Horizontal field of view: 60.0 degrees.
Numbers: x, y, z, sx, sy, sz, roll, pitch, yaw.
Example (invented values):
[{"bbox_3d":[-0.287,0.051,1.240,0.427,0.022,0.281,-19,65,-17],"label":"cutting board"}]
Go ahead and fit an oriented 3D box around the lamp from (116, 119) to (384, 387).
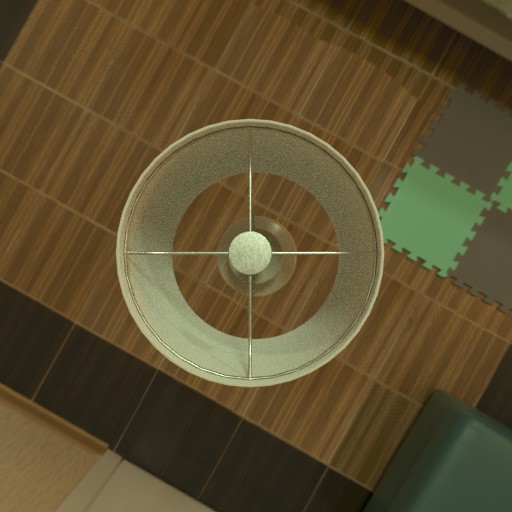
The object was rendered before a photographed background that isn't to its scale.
[{"bbox_3d":[0.000,0.000,0.595,0.212,0.493,0.212,0,89,1],"label":"lamp"}]
